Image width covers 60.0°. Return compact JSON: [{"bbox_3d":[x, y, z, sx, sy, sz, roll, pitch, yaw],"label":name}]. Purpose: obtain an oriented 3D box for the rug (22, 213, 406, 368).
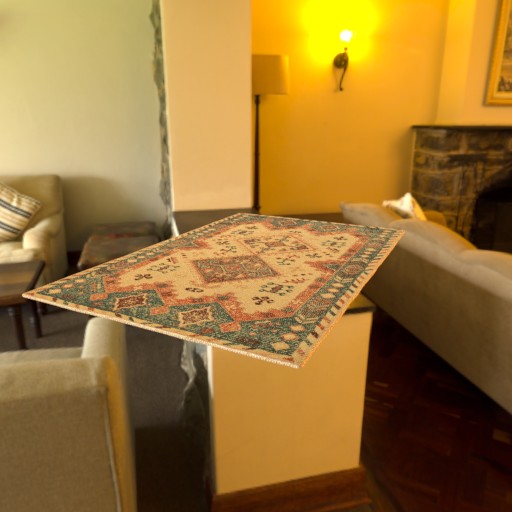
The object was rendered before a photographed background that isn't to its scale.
[{"bbox_3d":[0.000,0.000,2.319,1.225,0.015,1.840,9,19,26],"label":"rug"}]
